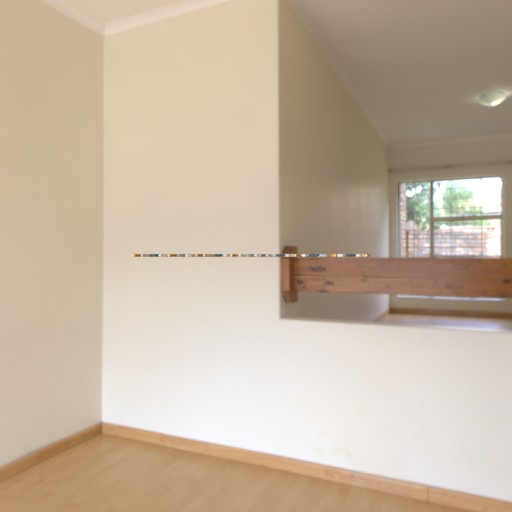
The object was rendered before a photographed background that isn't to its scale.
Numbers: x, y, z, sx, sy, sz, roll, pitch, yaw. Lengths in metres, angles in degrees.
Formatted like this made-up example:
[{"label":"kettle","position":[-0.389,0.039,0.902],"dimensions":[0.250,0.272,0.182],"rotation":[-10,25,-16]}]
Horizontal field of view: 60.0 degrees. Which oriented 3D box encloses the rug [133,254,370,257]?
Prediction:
[{"label":"rug","position":[0.000,0.000,2.624],"dimensions":[0.783,0.010,2.437],"rotation":[0,0,0]}]
